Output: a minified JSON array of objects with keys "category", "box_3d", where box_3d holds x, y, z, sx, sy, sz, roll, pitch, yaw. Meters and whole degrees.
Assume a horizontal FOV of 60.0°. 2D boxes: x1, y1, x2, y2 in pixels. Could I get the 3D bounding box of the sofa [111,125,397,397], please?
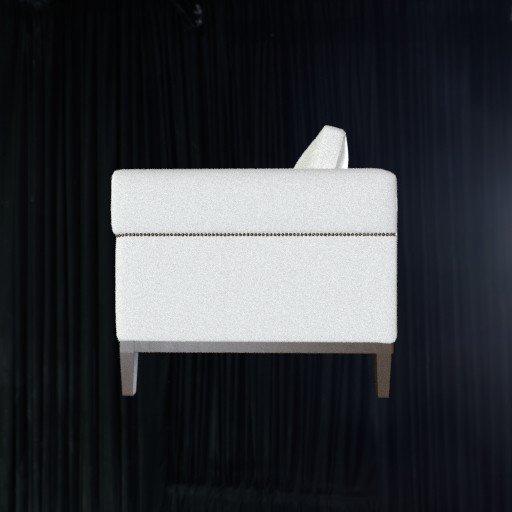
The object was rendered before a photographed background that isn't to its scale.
[{"category":"sofa","box_3d":[0.000,0.000,2.142,0.905,0.873,1.598,0,0,1]}]
